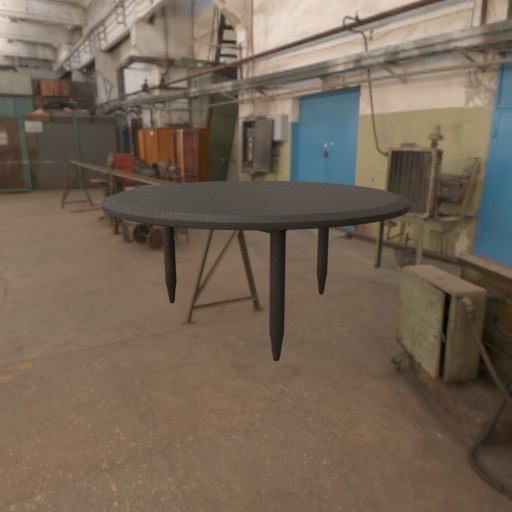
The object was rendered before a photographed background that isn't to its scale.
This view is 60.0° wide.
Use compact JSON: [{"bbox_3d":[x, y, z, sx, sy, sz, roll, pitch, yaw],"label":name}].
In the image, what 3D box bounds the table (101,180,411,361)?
[{"bbox_3d":[0.000,0.000,1.407,0.900,0.400,0.900,0,15,0],"label":"table"}]
